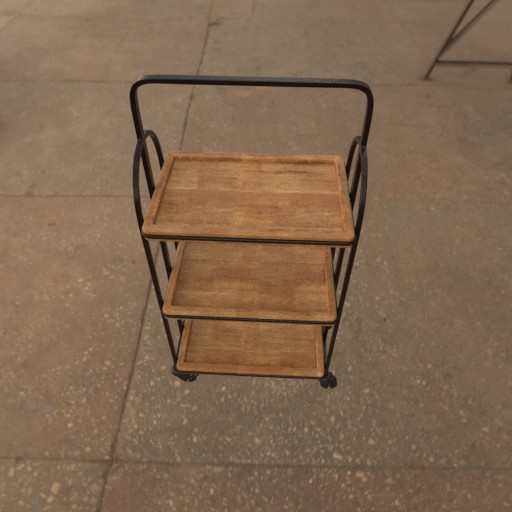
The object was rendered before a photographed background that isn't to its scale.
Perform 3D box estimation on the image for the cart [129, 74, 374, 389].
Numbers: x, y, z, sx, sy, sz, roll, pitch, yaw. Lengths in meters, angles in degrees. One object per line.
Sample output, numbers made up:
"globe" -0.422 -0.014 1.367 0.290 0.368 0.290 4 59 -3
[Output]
"cart" 0.000 0.000 1.228 0.553 1.001 0.327 2 46 2
